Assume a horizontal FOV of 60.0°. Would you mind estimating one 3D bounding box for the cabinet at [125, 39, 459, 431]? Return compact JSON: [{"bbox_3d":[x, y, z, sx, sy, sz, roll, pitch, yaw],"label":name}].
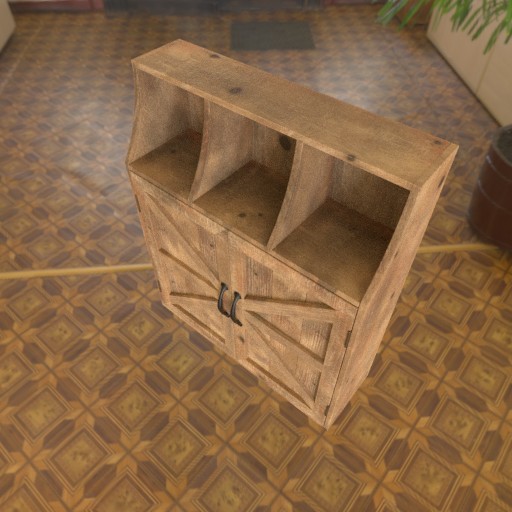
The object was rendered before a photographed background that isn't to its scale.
[{"bbox_3d":[0.000,0.000,0.814,0.489,0.590,0.184,32,55,25],"label":"cabinet"}]
